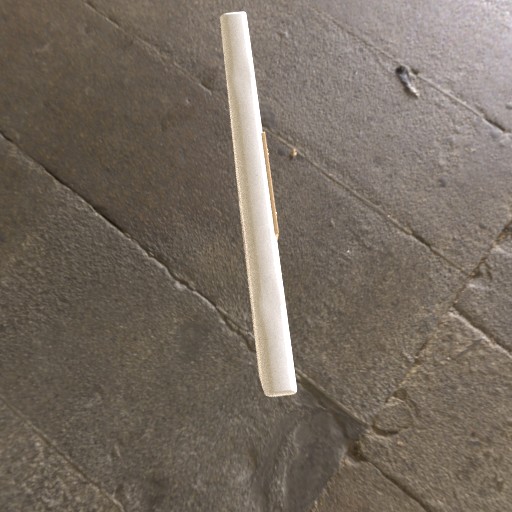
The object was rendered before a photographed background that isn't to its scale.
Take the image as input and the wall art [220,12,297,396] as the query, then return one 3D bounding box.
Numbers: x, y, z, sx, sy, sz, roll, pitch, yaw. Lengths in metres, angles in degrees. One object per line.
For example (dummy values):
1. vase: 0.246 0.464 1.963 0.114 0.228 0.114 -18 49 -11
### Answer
1. wall art: 0.000 0.000 1.088 0.048 0.902 0.602 -7 76 -2
